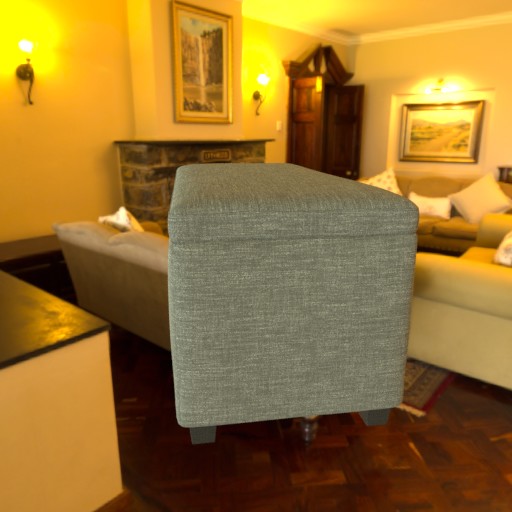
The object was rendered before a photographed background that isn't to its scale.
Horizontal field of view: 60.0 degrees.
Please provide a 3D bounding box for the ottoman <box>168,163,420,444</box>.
[{"bbox_3d":[0.000,0.000,1.135,0.419,0.432,0.902,-2,15,-9],"label":"ottoman"}]
